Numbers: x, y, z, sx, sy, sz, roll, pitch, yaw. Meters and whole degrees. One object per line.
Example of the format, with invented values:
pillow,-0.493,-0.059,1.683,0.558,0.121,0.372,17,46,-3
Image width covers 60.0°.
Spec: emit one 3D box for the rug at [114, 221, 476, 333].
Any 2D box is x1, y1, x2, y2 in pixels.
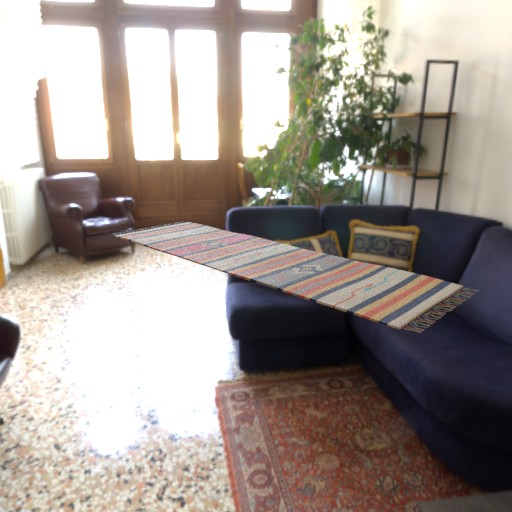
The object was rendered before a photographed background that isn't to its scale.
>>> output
rug,0.000,0.000,2.797,2.455,0.017,0.695,15,22,42
